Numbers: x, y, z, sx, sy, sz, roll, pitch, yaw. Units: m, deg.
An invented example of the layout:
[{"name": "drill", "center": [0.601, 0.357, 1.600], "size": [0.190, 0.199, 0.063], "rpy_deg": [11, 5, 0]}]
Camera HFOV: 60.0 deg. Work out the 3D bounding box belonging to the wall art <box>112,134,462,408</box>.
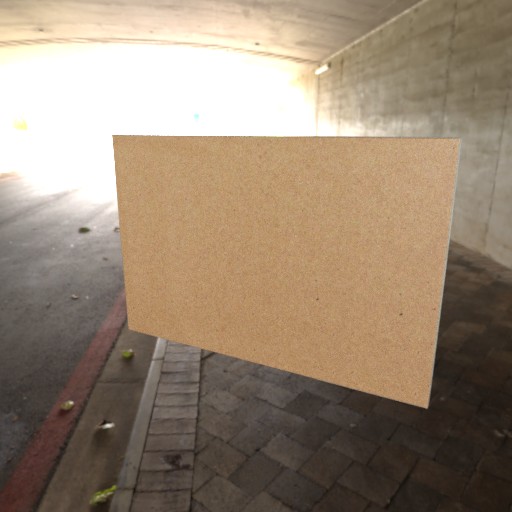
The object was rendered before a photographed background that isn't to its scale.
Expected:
[{"name": "wall art", "center": [0.000, 0.000, 0.780], "size": [0.615, 0.410, 0.021], "rpy_deg": [8, 18, 26]}]
